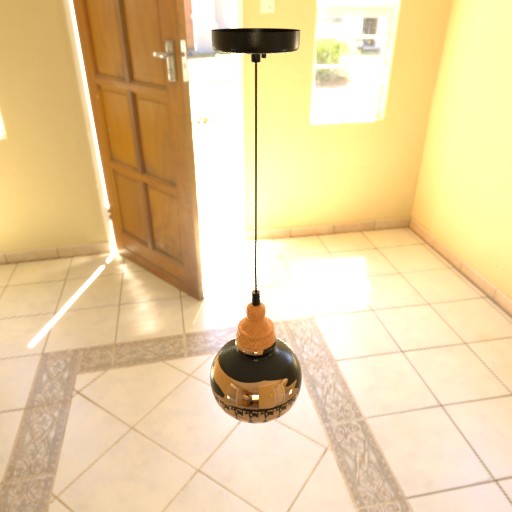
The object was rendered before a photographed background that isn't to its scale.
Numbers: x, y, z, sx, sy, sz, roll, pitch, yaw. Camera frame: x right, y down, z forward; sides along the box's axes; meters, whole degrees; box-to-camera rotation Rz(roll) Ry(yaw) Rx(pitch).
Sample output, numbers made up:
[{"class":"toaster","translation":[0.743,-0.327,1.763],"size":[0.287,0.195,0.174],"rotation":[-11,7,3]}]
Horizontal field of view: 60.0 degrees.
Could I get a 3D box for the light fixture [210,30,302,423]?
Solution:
[{"class":"light fixture","translation":[0.000,0.000,1.767],"size":[0.430,1.606,0.430],"rotation":[-11,31,-18]}]
